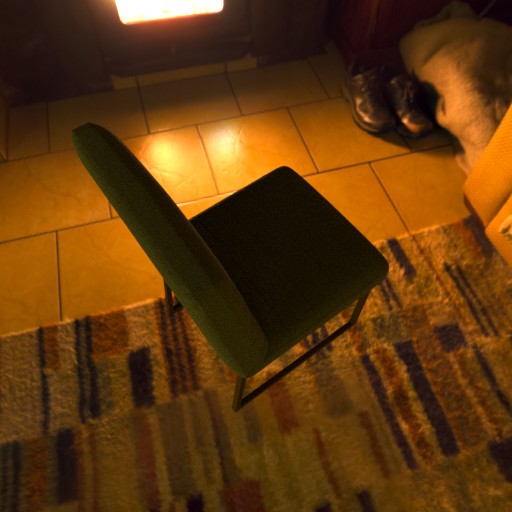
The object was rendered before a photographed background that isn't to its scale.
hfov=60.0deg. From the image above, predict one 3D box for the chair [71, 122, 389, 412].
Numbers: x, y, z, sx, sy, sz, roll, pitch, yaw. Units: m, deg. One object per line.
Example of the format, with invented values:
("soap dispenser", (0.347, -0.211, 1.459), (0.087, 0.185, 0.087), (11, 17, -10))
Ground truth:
("chair", (0.000, 0.000, 1.300), (0.634, 0.930, 0.520), (-31, 63, -18))
